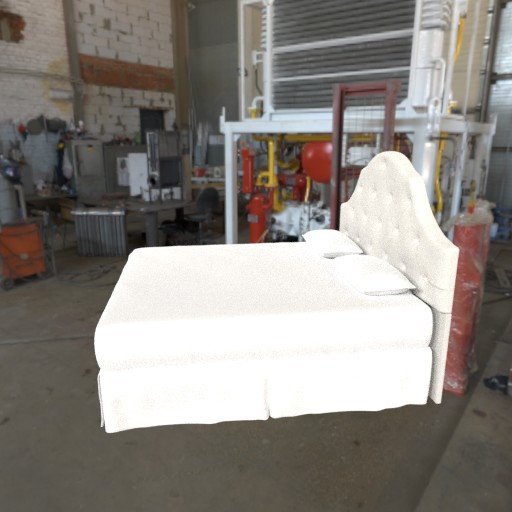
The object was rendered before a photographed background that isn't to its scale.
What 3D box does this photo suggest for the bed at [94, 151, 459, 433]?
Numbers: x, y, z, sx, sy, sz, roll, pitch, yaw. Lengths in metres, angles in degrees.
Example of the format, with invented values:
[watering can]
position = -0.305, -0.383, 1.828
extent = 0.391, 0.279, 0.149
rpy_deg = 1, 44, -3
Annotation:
[bed]
position = 0.000, 0.000, 3.531
extent = 2.214, 1.615, 2.008
rpy_deg = -2, 15, -8
